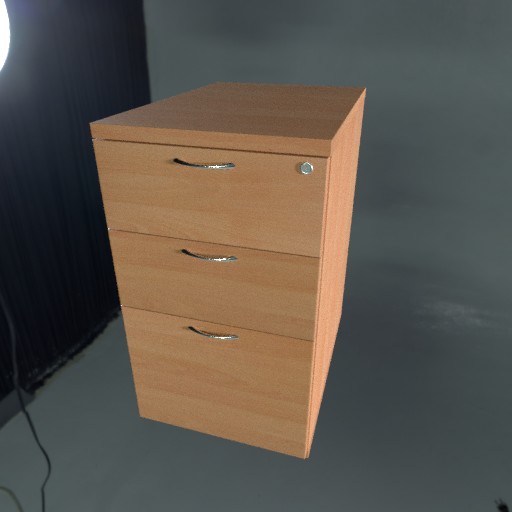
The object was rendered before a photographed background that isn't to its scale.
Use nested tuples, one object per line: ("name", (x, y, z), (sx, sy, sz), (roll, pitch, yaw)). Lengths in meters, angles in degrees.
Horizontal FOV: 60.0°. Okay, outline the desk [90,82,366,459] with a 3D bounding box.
("desk", (0.000, 0.000, 1.099), (0.404, 0.730, 0.600), (8, 29, 15))
